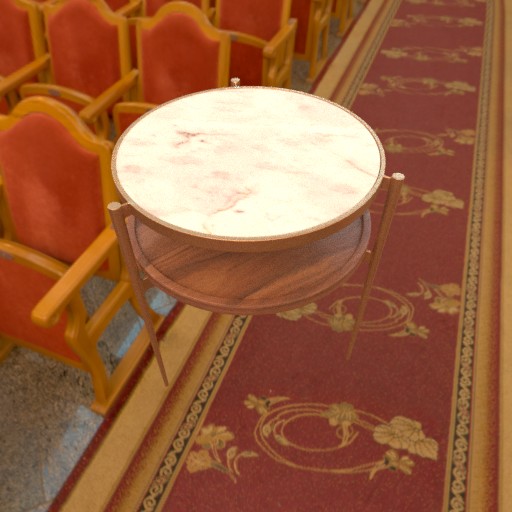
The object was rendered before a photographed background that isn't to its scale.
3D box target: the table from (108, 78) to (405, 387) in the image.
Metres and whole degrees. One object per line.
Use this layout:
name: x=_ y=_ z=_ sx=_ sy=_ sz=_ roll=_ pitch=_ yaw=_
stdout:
table: x=0.000 y=0.000 z=0.868 sx=0.456 sy=0.493 sz=0.430 roll=16 pitch=48 yaw=15
